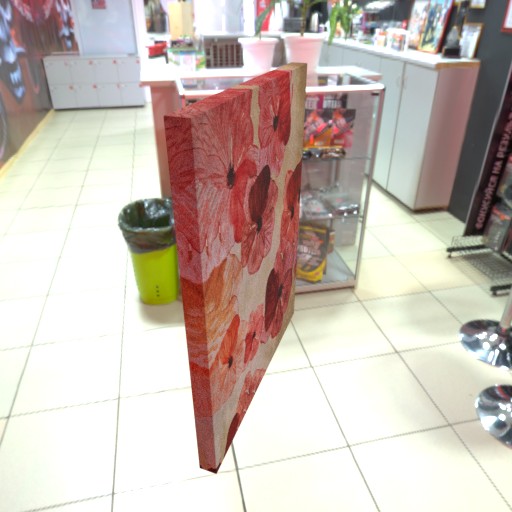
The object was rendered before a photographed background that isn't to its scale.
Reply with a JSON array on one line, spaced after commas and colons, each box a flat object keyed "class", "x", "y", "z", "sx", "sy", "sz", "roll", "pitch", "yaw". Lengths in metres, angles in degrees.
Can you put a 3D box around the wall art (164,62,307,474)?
[{"class": "wall art", "x": 0.000, "y": 0.000, "z": 0.686, "sx": 0.028, "sy": 0.508, "sz": 0.406, "roll": 11, "pitch": 32, "yaw": 17}]
